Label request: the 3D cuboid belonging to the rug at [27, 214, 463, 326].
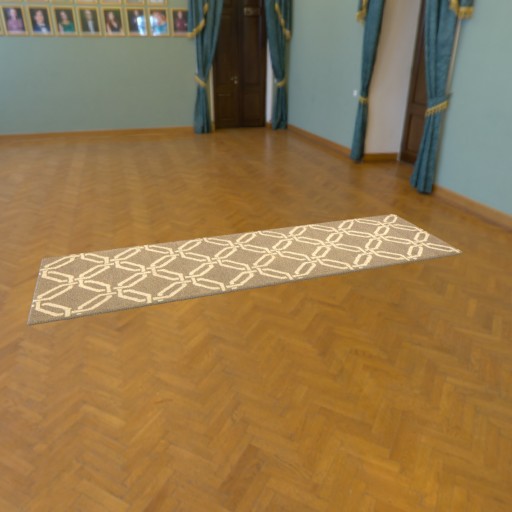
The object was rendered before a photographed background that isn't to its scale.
[{"bbox_3d":[0.000,0.000,2.497,2.276,0.014,0.678,-8,27,-17],"label":"rug"}]
